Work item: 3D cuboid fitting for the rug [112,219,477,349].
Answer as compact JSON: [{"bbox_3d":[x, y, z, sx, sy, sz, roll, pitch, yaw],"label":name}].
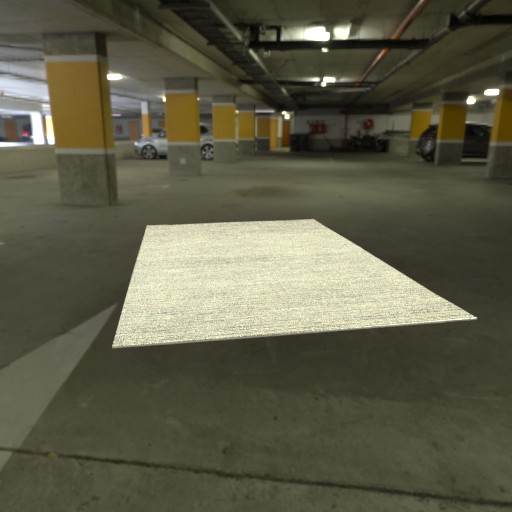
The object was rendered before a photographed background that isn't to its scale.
[{"bbox_3d":[0.000,0.000,2.201,1.159,0.021,1.789,-3,16,-10],"label":"rug"}]
